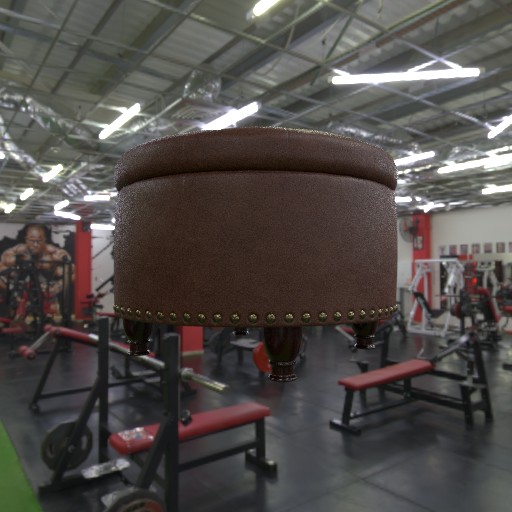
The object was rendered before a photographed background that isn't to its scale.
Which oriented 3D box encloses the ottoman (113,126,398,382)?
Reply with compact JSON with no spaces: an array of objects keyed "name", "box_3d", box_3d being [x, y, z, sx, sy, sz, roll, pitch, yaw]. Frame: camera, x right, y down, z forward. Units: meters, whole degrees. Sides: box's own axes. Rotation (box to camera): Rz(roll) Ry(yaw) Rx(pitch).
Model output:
[{"name":"ottoman","box_3d":[0.000,0.000,1.040,0.637,0.442,0.637,0,-2,0]}]
